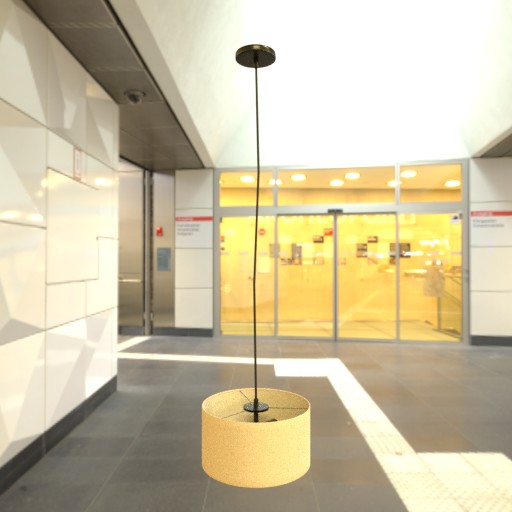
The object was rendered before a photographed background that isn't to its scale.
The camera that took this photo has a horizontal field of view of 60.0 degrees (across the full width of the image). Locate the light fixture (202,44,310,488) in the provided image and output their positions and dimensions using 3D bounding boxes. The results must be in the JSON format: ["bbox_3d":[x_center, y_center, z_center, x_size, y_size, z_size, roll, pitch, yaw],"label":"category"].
[{"bbox_3d":[0.000,0.000,1.652,0.399,1.516,0.399,0,-1,0],"label":"light fixture"}]
